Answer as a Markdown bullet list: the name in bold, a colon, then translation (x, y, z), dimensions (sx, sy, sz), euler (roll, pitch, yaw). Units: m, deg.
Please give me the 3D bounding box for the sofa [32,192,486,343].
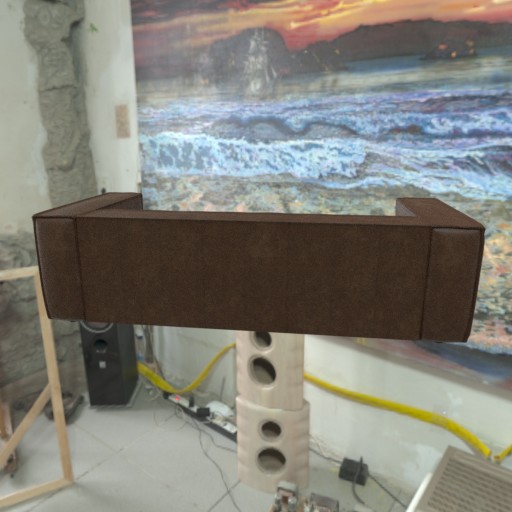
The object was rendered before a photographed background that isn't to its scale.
- **sofa**: translation (0.000, 0.000, 3.010), dimensions (2.581, 0.701, 1.102), euler (2, 16, 7)
